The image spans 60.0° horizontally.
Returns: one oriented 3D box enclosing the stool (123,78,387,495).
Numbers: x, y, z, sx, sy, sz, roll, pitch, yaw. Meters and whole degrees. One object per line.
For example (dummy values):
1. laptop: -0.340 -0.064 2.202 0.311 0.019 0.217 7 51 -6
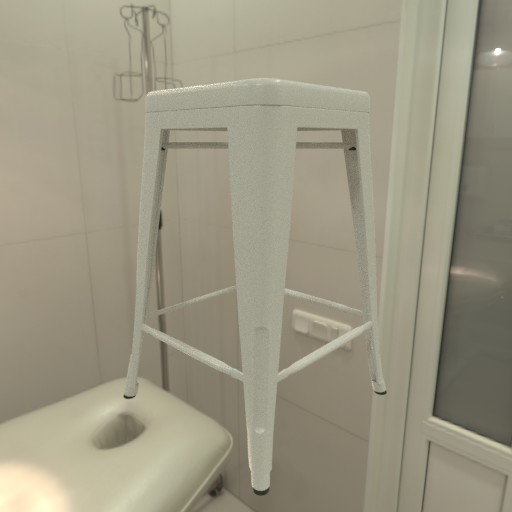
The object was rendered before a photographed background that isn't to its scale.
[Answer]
1. stool: 0.000 0.000 0.872 0.406 0.610 0.406 14 20 42
